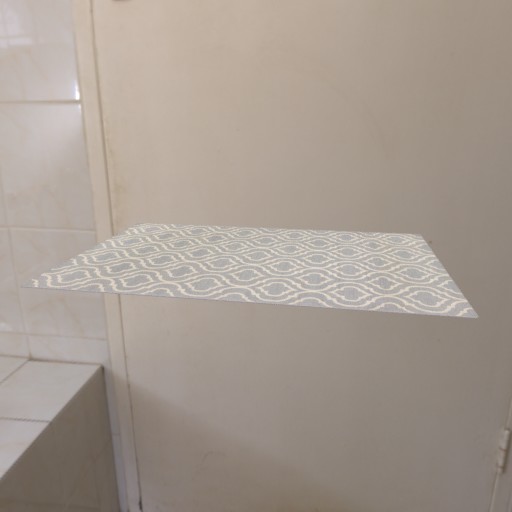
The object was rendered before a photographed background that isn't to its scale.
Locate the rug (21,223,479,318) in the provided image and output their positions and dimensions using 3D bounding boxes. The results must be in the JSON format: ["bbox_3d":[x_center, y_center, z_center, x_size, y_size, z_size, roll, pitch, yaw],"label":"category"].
[{"bbox_3d":[0.000,0.000,2.195,1.749,0.015,1.141,3,17,9],"label":"rug"}]
